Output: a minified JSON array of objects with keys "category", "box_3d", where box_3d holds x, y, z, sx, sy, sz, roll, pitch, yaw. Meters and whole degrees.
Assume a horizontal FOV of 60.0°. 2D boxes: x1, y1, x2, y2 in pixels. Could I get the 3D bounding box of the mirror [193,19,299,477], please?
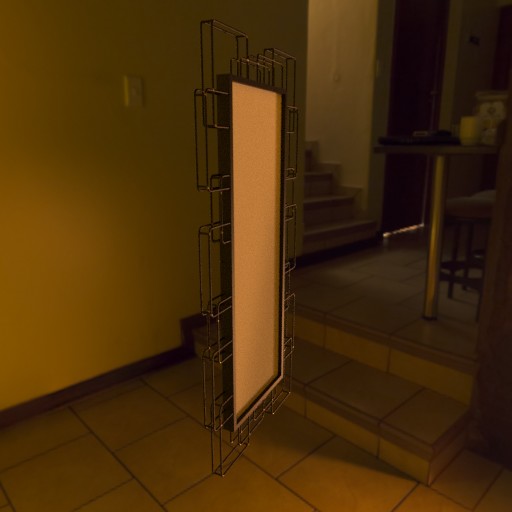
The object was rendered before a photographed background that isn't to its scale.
[{"category":"mirror","box_3d":[0.000,0.000,1.339,0.037,1.192,0.565,7,15,26]}]
